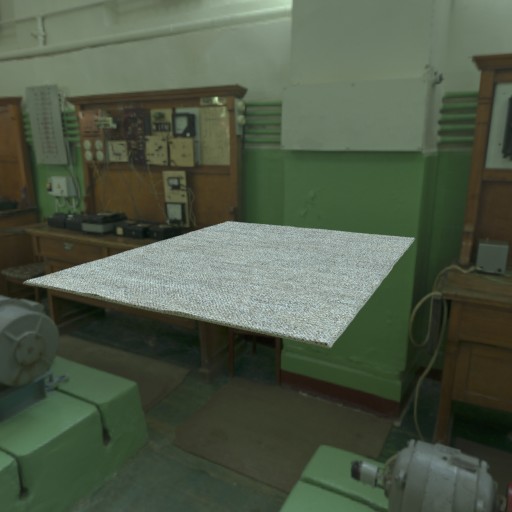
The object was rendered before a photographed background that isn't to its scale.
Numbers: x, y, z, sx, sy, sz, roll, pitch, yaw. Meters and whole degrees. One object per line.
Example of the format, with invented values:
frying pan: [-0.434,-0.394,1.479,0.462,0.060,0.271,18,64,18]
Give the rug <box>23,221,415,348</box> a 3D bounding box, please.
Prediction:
rug: [0.000,0.000,4.148,2.429,0.030,3.052,7,16,26]
